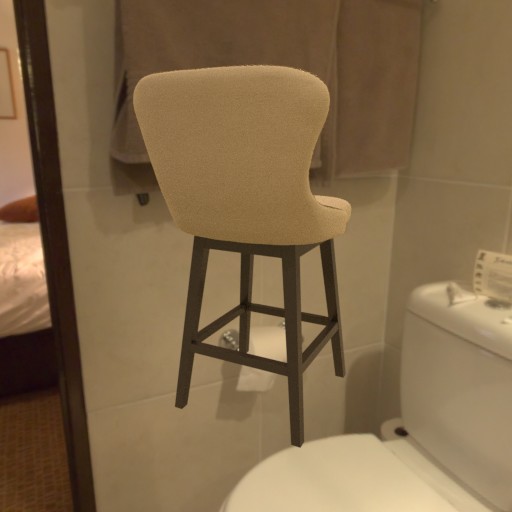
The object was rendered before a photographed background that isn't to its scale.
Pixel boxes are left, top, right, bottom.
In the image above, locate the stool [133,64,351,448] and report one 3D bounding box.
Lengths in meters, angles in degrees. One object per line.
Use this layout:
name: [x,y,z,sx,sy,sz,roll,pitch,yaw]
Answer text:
stool: [0.000,0.000,1.317,0.528,0.971,0.593,7,16,26]
